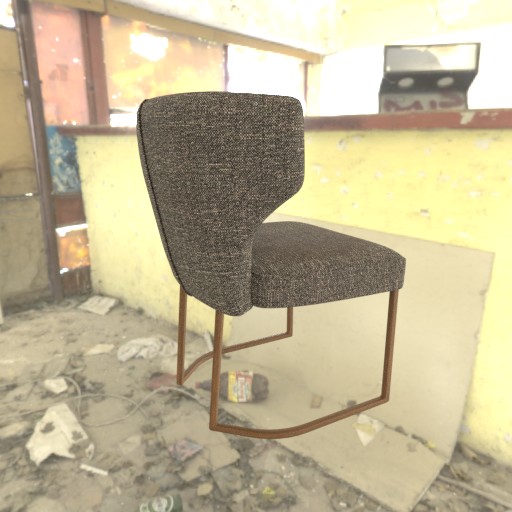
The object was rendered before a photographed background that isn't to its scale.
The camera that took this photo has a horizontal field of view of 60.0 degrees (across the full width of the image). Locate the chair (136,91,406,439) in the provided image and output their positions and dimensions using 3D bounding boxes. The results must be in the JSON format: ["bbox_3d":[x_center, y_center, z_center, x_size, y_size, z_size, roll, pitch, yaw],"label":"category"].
[{"bbox_3d":[0.000,0.000,1.247,0.617,0.824,0.611,-8,17,-28],"label":"chair"}]
